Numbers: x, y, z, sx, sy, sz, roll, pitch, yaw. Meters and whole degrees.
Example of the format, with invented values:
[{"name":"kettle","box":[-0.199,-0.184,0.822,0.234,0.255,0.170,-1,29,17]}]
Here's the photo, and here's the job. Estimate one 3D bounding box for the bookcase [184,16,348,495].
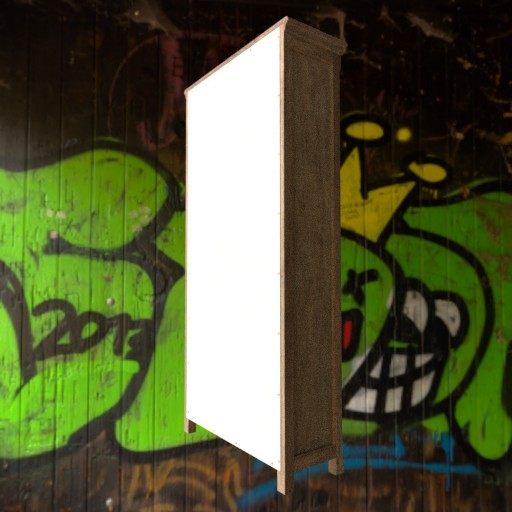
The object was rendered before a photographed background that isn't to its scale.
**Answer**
[{"name":"bookcase","box":[0.000,0.000,2.189,0.348,1.880,0.906,2,-3,-36]}]
